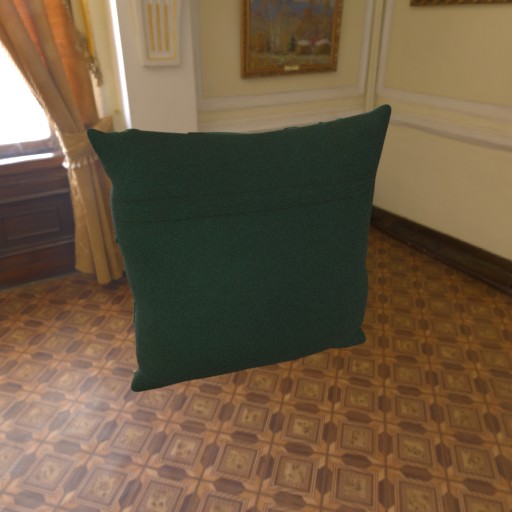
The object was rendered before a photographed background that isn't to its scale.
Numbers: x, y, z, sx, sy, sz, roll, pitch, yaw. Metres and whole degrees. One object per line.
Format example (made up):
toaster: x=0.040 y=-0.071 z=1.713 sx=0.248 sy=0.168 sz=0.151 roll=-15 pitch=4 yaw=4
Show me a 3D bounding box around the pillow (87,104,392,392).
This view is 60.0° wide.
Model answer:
pillow: x=0.000 y=0.000 z=0.701 sx=0.439 sy=0.440 sz=0.184 roll=-9 pitch=29 yaw=-16
